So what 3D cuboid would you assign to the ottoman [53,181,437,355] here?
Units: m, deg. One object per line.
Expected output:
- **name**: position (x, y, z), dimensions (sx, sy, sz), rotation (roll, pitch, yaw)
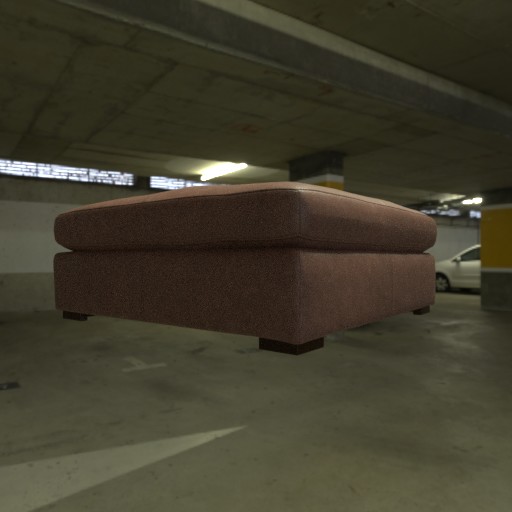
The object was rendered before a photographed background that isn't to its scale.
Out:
- **ottoman**: position (0.000, 0.000, 1.830), dimensions (1.168, 0.490, 1.168), rotation (0, 0, 37)
